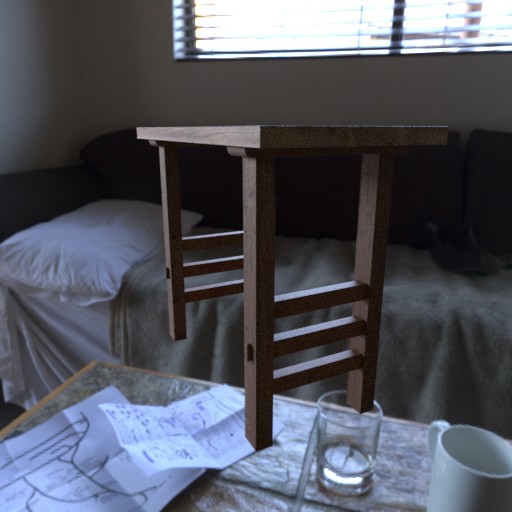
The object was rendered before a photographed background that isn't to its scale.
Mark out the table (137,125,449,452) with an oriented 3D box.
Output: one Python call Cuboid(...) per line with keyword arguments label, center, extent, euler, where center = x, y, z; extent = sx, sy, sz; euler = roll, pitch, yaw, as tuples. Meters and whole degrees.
Cuboid(label="table", center=(0.000, 0.000, 1.636), extent=(0.556, 0.914, 1.119), euler=(-8, 18, -26))
